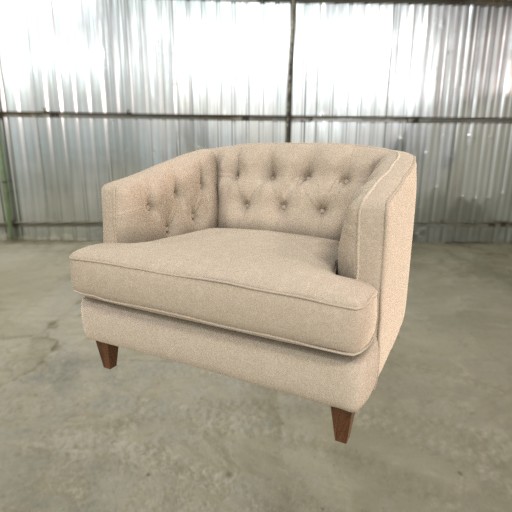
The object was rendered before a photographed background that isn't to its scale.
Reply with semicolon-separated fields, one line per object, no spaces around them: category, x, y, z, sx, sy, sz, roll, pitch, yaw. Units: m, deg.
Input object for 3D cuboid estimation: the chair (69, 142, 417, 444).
chair;0.000;0.000;1.737;1.104;0.852;0.941;8;17;27
